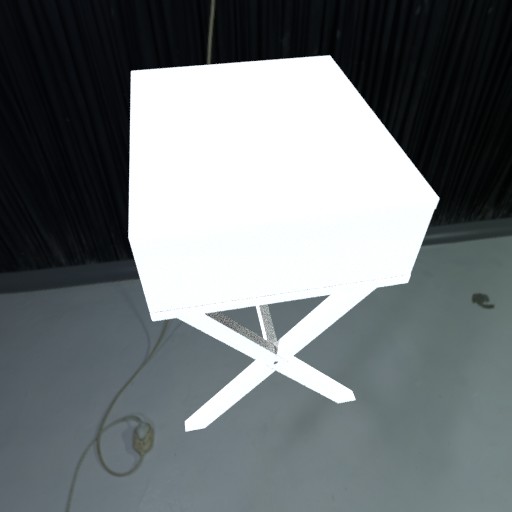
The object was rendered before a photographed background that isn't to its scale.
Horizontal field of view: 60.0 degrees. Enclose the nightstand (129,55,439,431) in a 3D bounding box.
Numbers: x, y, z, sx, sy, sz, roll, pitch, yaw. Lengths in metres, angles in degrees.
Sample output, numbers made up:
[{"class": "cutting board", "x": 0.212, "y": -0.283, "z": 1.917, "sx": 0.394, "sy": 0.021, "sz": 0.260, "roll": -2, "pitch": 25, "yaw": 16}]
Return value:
[{"class": "nightstand", "x": 0.000, "y": 0.000, "z": 0.943, "sx": 0.402, "sy": 0.623, "sz": 0.479, "roll": -8, "pitch": 46, "yaw": -7}]
